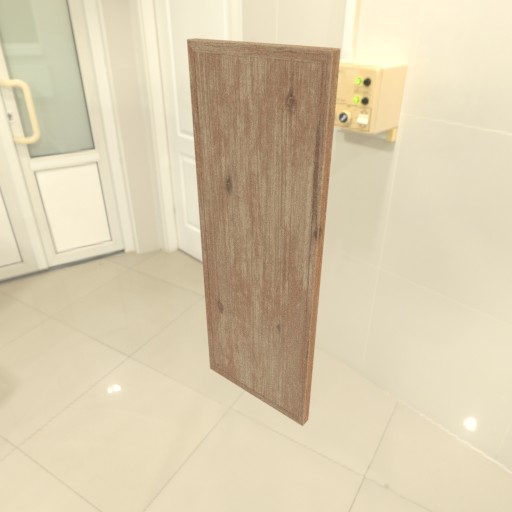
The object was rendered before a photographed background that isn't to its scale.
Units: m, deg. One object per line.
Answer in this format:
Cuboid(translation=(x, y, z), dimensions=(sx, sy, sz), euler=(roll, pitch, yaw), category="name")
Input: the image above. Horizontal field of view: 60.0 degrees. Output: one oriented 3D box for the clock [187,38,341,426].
Cuboid(translation=(0.000, 0.000, 1.112), dimensions=(0.361, 0.965, 0.030), euler=(22, 37, 33), category="clock")
